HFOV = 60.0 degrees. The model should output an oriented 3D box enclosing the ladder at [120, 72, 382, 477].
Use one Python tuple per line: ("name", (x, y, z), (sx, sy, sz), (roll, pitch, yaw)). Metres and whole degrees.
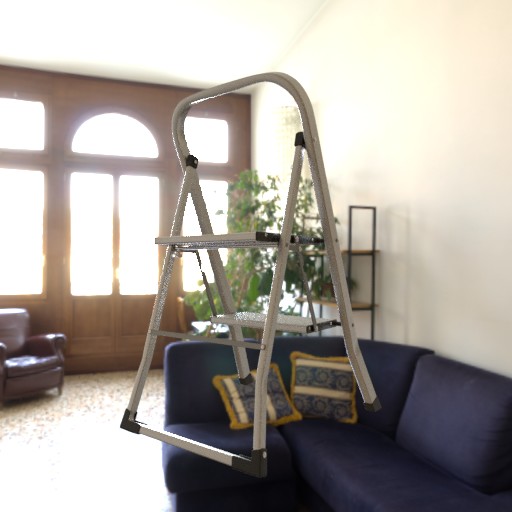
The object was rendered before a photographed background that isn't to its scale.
("ladder", (0.000, 0.000, 1.147), (0.465, 0.830, 0.530), (-1, -1, 37))
